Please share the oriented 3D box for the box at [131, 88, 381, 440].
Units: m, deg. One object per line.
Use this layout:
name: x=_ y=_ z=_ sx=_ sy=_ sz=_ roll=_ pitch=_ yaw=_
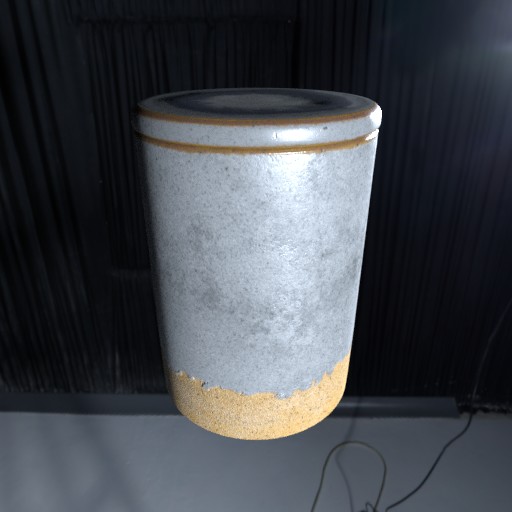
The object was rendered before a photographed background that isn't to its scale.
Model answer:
box: x=0.000 y=0.000 z=0.250 sx=0.118 sy=0.168 sz=0.118 roll=0 pitch=26 yaw=0
